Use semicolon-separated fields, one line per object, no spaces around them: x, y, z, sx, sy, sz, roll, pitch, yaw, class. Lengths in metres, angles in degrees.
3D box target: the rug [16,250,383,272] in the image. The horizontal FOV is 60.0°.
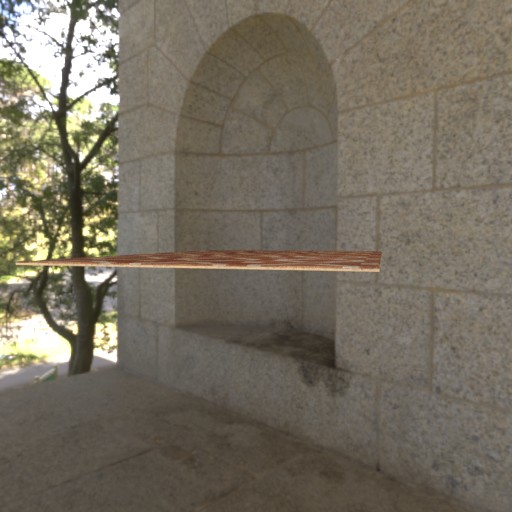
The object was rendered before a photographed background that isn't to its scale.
0.000;0.000;2.841;1.555;0.016;2.286;1;2;16;rug
